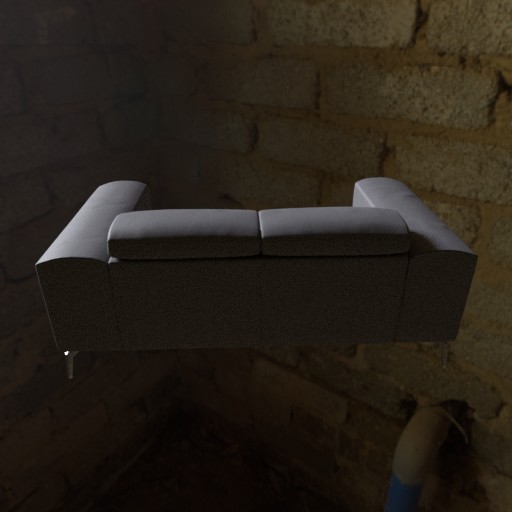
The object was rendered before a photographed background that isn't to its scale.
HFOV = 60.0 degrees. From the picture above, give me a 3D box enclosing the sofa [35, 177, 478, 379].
[{"bbox_3d":[0.000,0.000,2.395,1.895,0.779,1.003,-1,28,-2],"label":"sofa"}]
